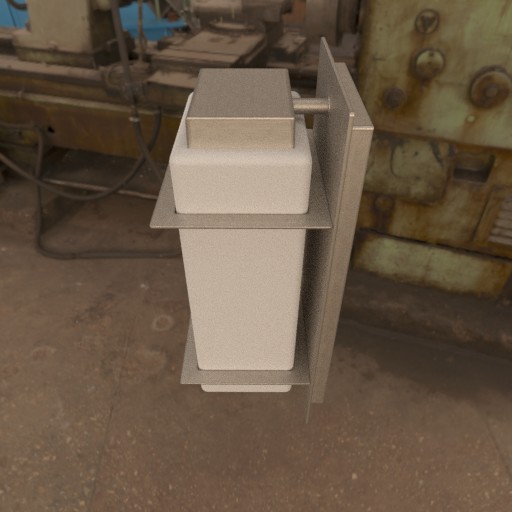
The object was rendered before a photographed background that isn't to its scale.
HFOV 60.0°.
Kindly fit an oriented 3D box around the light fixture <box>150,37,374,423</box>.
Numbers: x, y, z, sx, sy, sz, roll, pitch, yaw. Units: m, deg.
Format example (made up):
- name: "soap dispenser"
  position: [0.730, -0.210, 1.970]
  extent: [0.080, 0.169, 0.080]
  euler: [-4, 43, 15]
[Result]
- name: "light fixture"
  position: [0.000, 0.000, 0.462]
  extent: [0.160, 0.380, 0.168]
  euler: [0, 41, 0]
